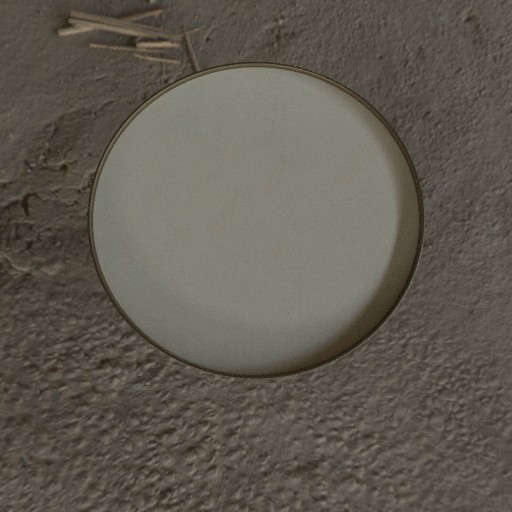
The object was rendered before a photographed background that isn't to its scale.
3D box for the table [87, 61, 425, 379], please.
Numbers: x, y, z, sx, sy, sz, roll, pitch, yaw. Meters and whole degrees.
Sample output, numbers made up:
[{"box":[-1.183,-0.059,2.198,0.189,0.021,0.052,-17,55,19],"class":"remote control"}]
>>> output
[{"box":[0.000,0.000,0.905,0.480,0.565,0.480,0,75,0],"class":"table"}]
